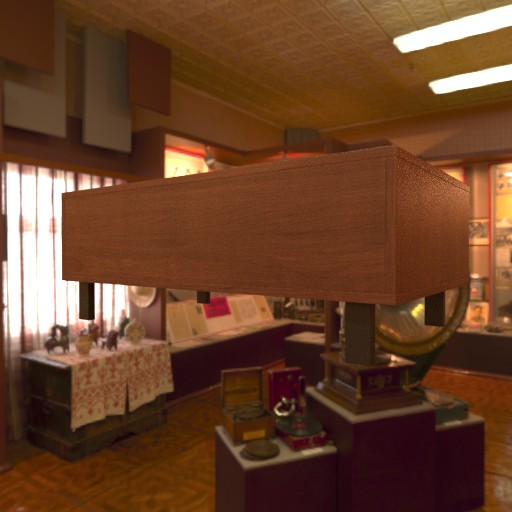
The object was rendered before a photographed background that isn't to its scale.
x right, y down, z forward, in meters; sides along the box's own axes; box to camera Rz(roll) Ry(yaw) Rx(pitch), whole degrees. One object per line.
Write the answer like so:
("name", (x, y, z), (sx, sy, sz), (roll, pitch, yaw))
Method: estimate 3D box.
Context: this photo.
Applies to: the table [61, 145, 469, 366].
("table", (0.000, 0.000, 1.278), (1.020, 0.380, 0.600), (1, 1, 37))
